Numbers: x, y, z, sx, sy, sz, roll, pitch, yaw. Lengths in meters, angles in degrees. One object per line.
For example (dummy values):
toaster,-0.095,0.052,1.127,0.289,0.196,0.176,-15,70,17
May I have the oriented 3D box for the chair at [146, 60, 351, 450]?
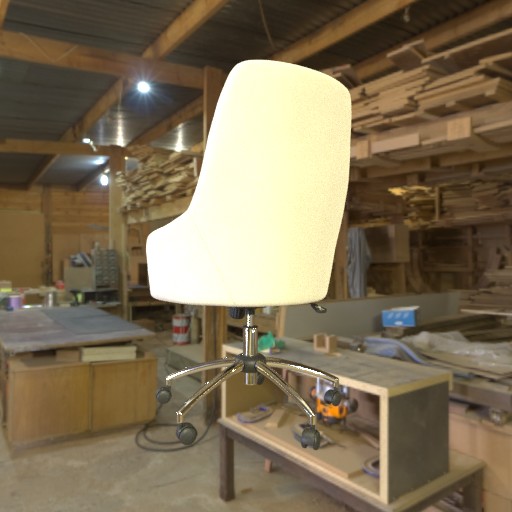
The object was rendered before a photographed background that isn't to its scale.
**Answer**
chair,0.000,0.000,1.458,0.620,1.049,0.640,0,0,-34
